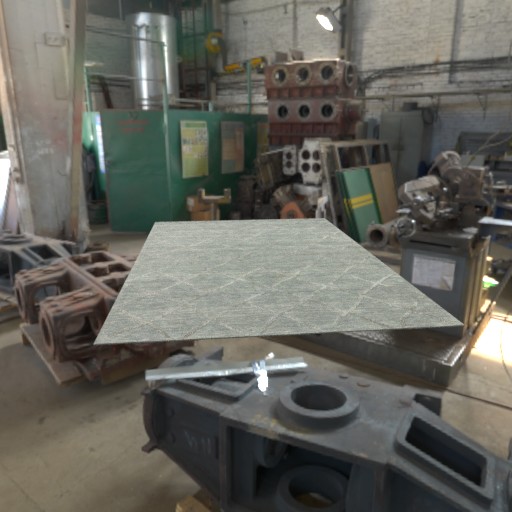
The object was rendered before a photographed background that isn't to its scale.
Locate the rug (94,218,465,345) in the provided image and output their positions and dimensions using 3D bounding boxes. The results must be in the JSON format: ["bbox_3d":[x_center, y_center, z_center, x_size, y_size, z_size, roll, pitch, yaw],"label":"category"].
[{"bbox_3d":[0.000,0.000,2.883,1.521,0.006,2.283,-2,16,-6],"label":"rug"}]
